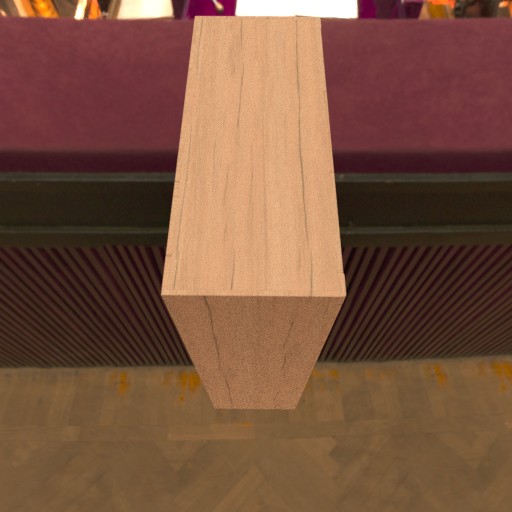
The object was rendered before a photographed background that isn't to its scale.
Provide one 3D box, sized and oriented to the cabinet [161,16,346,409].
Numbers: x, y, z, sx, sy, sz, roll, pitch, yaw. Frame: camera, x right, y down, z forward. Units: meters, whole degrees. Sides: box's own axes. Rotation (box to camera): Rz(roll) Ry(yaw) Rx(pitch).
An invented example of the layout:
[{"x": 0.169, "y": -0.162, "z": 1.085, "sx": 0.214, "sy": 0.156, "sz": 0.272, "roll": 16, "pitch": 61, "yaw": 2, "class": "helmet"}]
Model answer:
[{"x": 0.000, "y": 0.000, "z": 2.626, "sx": 0.580, "sy": 2.070, "sz": 1.400, "roll": 1, "pitch": 62, "yaw": 0, "class": "cabinet"}]
